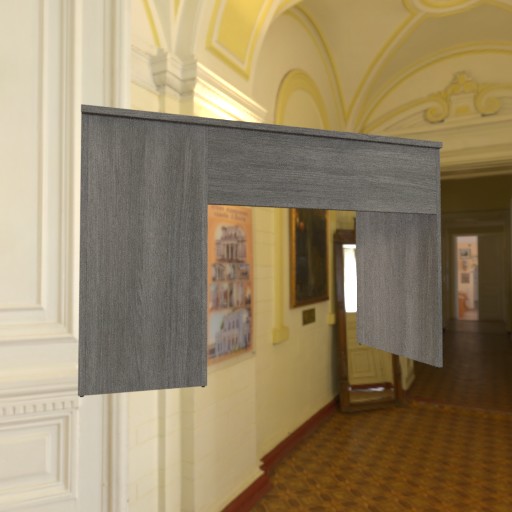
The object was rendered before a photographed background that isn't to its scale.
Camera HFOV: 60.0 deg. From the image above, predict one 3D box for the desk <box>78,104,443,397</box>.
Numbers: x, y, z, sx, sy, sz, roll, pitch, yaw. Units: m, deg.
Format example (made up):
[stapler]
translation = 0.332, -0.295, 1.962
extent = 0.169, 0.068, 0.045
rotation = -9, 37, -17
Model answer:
[desk]
translation = 0.000, 0.000, 1.532
extent = 1.097, 0.735, 0.560
rotation = 1, -2, -18
